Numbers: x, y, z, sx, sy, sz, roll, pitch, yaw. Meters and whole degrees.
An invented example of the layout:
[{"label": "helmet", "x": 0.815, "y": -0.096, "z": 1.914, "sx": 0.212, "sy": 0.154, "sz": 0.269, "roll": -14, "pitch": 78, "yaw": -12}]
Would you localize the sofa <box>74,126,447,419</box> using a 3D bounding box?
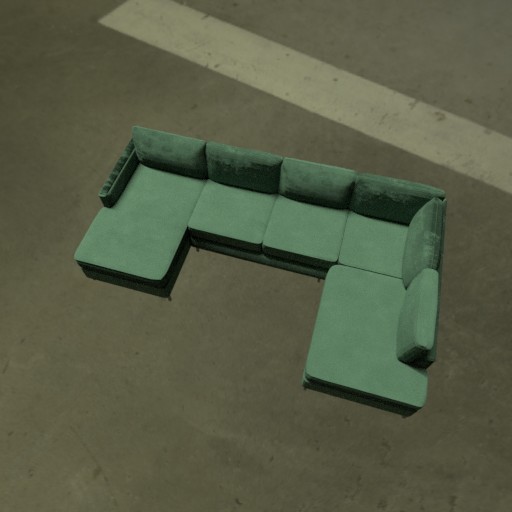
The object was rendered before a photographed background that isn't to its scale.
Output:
[{"label": "sofa", "x": 0.000, "y": 0.000, "z": 4.341, "sx": 3.434, "sy": 0.992, "sz": 2.055, "roll": 14, "pitch": 60, "yaw": 8}]
